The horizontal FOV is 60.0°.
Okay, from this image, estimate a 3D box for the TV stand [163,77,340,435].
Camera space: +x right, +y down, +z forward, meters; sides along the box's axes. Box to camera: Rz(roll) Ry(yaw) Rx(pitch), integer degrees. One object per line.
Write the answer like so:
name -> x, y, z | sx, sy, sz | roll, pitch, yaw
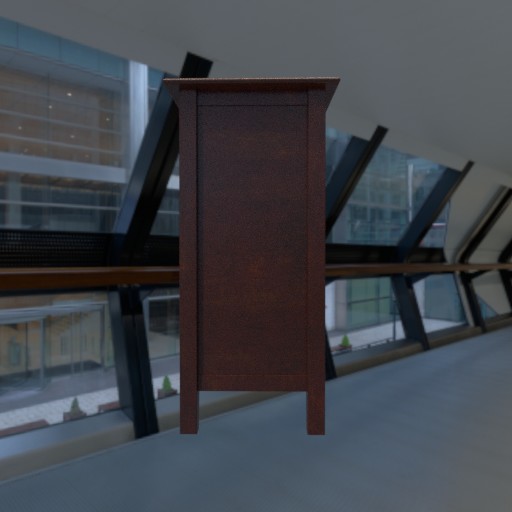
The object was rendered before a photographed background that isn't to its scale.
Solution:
TV stand -> 0.000, 0.000, 1.800 | 0.445, 0.915, 1.372 | 0, 1, 1
